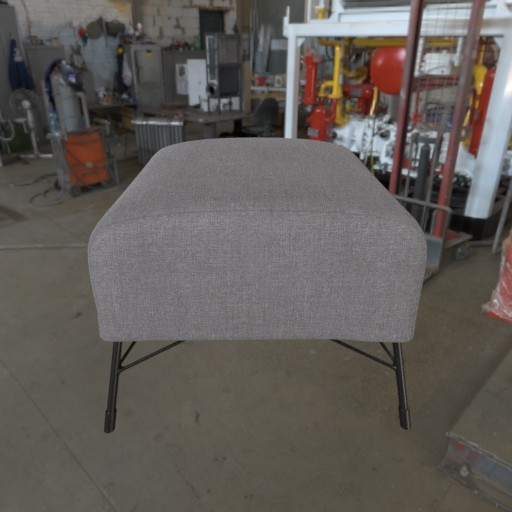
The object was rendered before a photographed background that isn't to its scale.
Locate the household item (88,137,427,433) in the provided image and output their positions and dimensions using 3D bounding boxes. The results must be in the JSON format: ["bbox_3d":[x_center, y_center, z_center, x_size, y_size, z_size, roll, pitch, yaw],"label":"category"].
[{"bbox_3d":[0.000,0.000,0.906,0.530,0.410,0.530,0,26,-1],"label":"household item"}]
